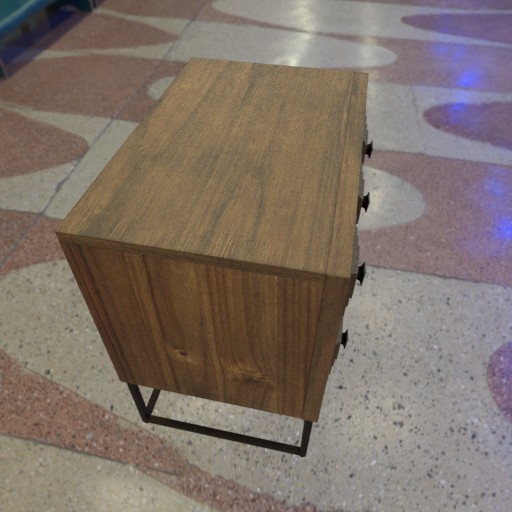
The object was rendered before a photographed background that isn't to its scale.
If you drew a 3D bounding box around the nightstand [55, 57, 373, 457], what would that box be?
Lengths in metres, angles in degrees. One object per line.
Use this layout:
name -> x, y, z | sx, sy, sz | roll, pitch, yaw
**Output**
nightstand -> 0.000, 0.000, 1.000 | 0.437, 0.610, 0.610 | 9, 46, 8
